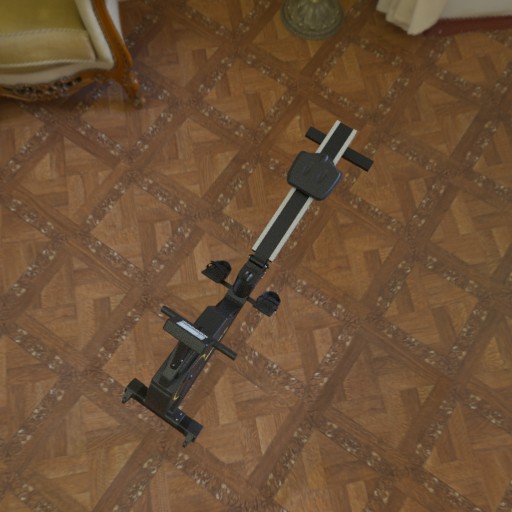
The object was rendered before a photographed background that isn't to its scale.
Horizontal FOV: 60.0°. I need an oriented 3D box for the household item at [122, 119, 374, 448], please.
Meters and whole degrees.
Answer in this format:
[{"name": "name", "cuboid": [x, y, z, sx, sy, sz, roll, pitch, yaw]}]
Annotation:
[{"name": "household item", "cuboid": [0.000, 0.000, 2.559, 0.521, 0.810, 2.251, 32, 76, 9]}]
